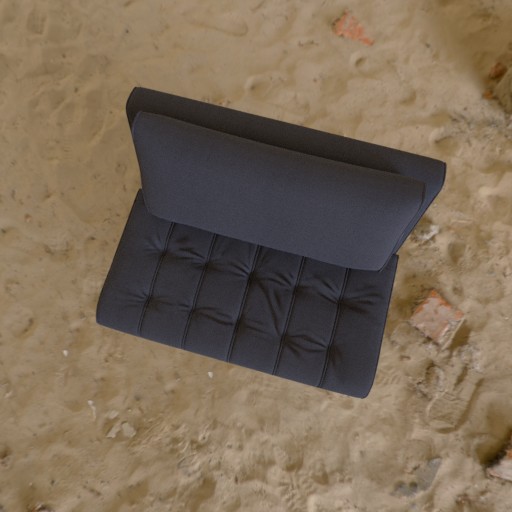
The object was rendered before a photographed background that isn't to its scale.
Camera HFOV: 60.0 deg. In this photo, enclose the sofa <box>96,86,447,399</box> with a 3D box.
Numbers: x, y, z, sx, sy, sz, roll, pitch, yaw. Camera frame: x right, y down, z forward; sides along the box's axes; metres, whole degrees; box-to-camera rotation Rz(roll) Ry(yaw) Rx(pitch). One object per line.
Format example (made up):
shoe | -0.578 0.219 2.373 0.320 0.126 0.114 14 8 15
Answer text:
sofa | 0.000 0.000 1.874 1.220 0.910 0.910 15 77 4
